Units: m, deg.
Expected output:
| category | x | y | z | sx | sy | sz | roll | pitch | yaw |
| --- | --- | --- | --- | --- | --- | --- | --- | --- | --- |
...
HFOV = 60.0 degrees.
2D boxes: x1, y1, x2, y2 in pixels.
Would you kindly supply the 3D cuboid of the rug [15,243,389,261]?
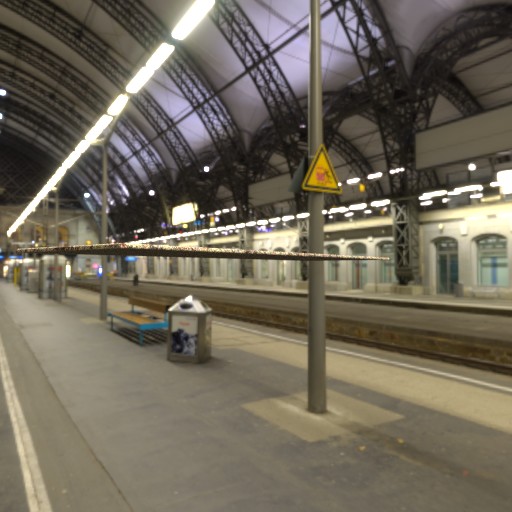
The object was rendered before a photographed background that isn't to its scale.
| category | x | y | z | sx | sy | sz | roll | pitch | yaw |
| --- | --- | --- | --- | --- | --- | --- | --- | --- | --- |
| rug | 0.000 | 0.000 | 2.471 | 0.688 | 0.015 | 2.292 | -1 | -2 | 37 |
